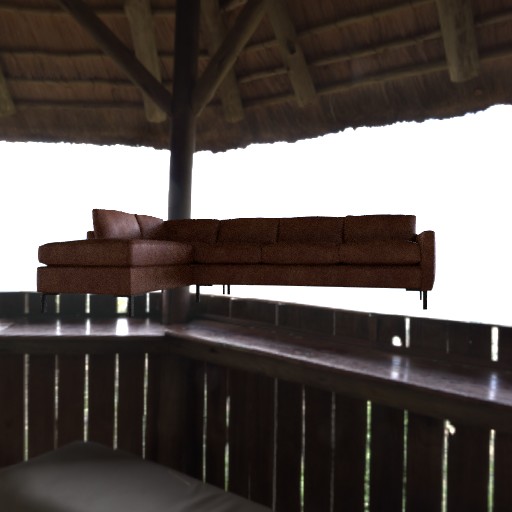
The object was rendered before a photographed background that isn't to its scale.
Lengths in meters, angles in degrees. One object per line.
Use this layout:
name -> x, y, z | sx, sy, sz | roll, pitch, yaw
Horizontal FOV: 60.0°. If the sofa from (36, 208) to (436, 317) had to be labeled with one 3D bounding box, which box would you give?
sofa -> 0.000, 0.000, 3.897 | 2.984, 0.877, 1.938 | 0, 0, 17
